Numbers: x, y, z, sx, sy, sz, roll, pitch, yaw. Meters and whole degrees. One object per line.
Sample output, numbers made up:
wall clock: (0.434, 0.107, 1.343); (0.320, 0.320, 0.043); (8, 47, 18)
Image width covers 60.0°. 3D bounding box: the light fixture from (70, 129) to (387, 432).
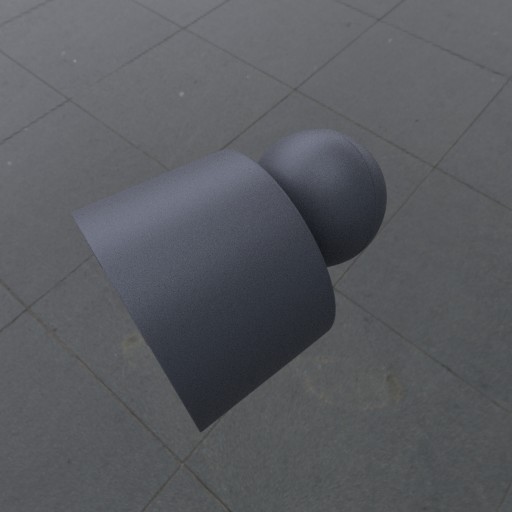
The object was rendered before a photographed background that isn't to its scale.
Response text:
light fixture: (0.000, 0.000, 0.268); (0.160, 0.143, 0.134); (-31, 63, -17)
